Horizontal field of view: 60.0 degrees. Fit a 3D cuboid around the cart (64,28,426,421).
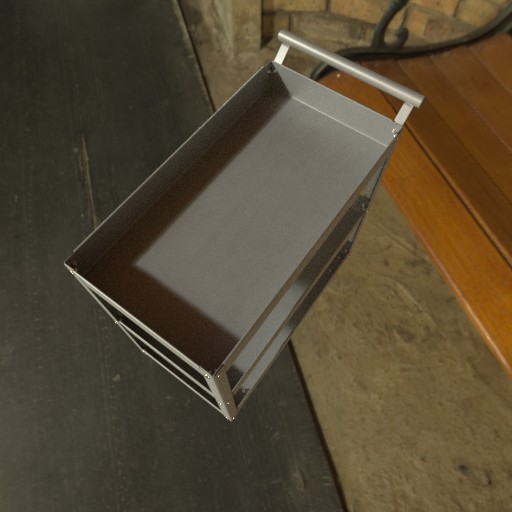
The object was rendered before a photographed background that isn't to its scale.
[{"bbox_3d":[0.000,0.000,1.192,0.366,0.780,0.719,33,68,15],"label":"cart"}]
